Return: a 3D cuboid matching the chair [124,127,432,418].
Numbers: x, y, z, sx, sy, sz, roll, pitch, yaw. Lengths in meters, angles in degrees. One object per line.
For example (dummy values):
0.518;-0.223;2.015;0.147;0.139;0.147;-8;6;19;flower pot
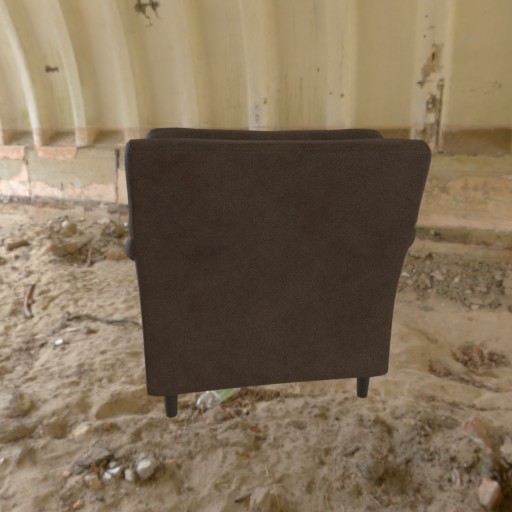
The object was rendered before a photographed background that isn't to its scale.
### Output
0.000;0.000;1.828;0.955;0.997;1.070;-2;14;-10;chair
